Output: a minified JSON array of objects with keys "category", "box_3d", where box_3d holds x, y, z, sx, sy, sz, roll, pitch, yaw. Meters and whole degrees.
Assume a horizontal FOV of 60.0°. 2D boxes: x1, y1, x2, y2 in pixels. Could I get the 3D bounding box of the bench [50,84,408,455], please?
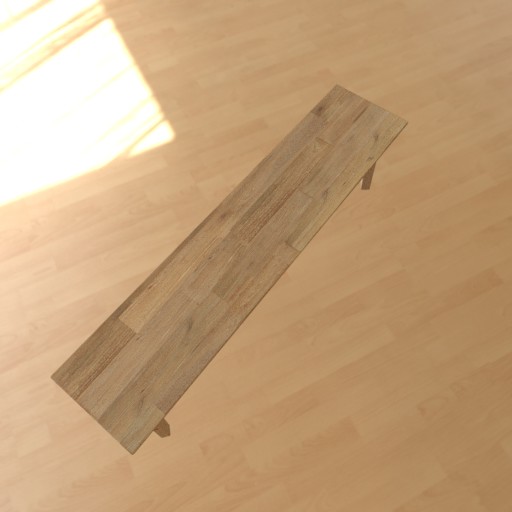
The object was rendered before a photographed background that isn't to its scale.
[{"category":"bench","box_3d":[0.000,0.000,1.886,0.378,0.431,1.698,35,68,16]}]
